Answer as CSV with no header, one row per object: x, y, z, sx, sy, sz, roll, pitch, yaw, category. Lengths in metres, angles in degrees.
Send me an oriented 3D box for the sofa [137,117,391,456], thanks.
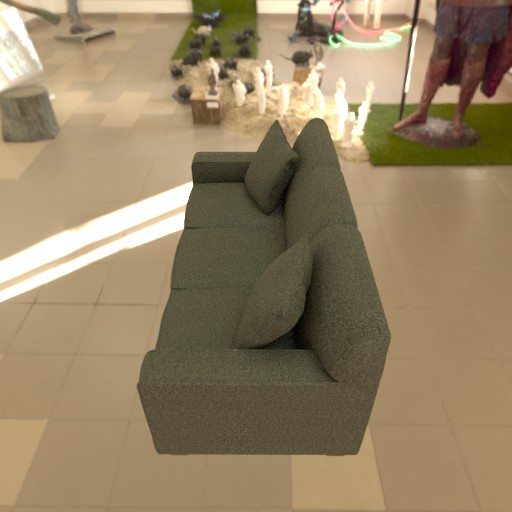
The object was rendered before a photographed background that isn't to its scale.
0.000,0.000,2.590,0.997,0.958,2.024,0,39,0,sofa
